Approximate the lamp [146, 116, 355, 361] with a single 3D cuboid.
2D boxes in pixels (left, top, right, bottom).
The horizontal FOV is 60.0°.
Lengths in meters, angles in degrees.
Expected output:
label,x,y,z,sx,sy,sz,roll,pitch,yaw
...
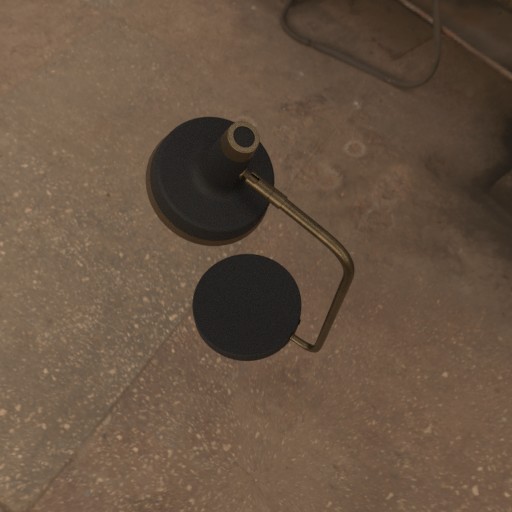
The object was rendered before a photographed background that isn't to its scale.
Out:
label,x,y,z,sx,sy,sz,roll,pitch,yaw
lamp,0.000,0.000,0.491,0.218,0.385,0.162,33,68,16
